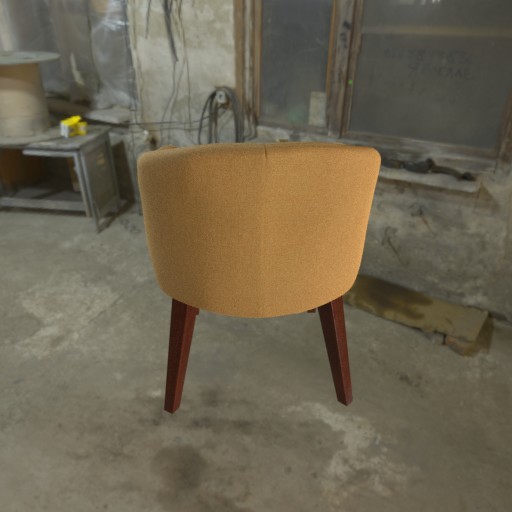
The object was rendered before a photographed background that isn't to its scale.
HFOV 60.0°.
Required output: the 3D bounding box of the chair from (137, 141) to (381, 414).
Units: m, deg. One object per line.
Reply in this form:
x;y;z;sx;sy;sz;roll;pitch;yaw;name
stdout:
0.000;0.000;1.273;0.583;0.811;0.655;-1;29;-2;chair
